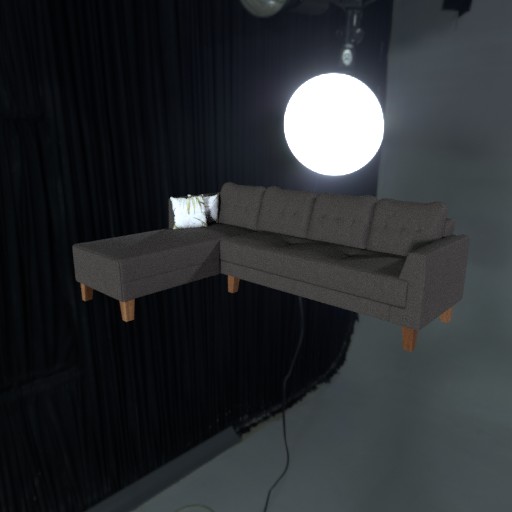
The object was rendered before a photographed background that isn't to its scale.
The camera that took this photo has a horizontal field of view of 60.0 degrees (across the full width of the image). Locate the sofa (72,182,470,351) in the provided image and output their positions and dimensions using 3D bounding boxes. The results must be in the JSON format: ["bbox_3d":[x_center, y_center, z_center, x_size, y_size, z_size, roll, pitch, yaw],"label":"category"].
[{"bbox_3d":[0.000,0.000,3.588,2.679,0.932,1.829,13,20,41],"label":"sofa"}]
